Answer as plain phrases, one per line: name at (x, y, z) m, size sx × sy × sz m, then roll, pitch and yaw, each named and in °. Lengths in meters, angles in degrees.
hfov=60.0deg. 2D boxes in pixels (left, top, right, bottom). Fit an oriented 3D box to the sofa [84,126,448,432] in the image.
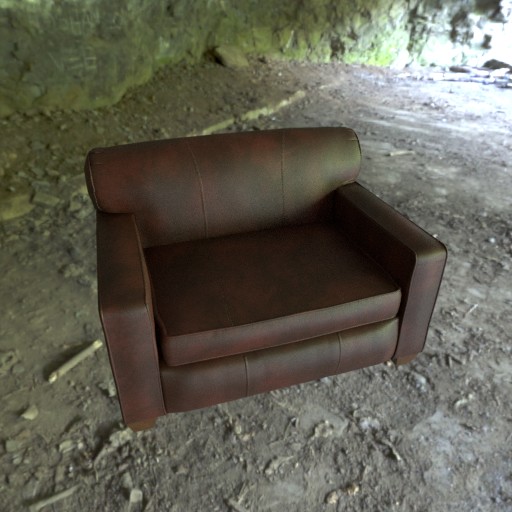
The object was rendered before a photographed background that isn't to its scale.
sofa at (0.000, 0.000, 2.080) m, size 1.413 × 0.956 × 1.000 m, roll -9°, pitch 32°, yaw -15°
